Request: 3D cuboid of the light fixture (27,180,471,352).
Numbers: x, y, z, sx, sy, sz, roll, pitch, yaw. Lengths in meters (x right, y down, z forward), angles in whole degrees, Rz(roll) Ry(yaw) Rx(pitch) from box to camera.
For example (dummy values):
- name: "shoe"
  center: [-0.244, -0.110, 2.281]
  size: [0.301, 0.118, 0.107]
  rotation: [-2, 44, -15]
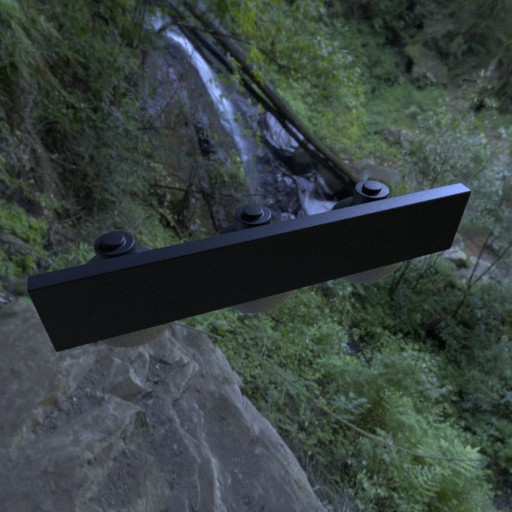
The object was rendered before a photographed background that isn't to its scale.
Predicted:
- name: "light fixture"
  center: [0.000, 0.000, 0.840]
  size: [0.721, 0.263, 0.218]
  rotation: [-13, 42, -15]
